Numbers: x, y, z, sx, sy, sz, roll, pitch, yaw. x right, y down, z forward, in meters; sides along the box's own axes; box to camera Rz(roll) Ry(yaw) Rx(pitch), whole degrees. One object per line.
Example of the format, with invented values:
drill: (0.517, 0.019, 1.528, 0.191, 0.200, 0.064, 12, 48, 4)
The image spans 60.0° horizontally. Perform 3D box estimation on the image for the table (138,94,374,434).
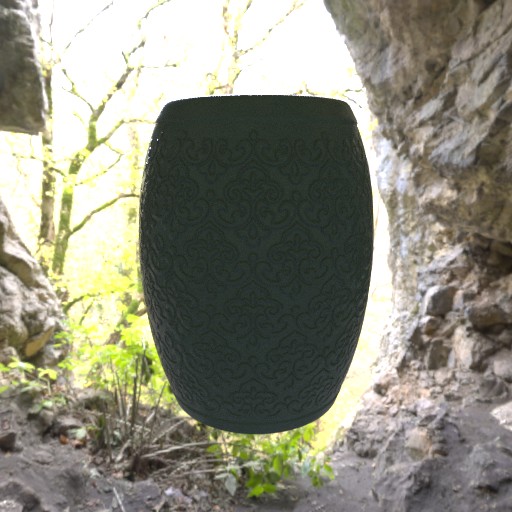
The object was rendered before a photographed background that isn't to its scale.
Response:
table: (0.000, 0.000, 0.606, 0.309, 0.397, 0.309, 0, 14, 0)
